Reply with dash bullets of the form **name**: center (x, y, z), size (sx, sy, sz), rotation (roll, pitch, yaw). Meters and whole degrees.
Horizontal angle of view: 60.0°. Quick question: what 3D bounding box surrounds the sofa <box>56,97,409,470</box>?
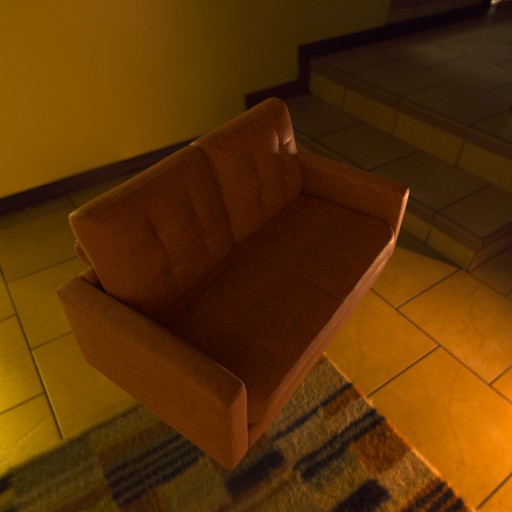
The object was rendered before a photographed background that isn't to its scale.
- **sofa**: center (0.000, 0.000, 1.936), size (0.868, 0.898, 1.430), rotation (25, 48, 26)
